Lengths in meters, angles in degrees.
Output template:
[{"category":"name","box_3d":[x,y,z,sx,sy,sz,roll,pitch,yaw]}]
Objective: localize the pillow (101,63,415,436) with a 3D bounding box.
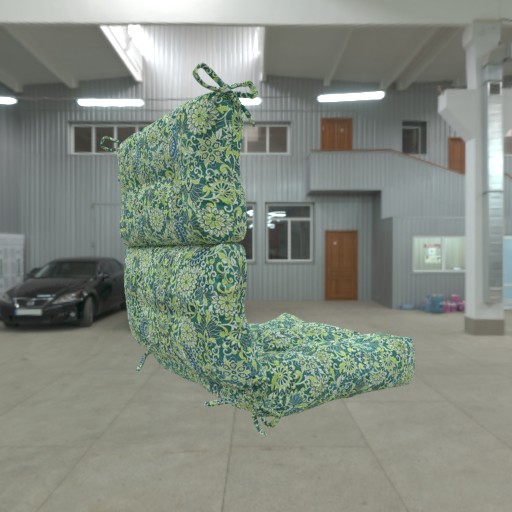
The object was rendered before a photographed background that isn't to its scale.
[{"category":"pillow","box_3d":[0.000,0.000,1.026,0.571,0.605,0.519,0,1,-35]}]
